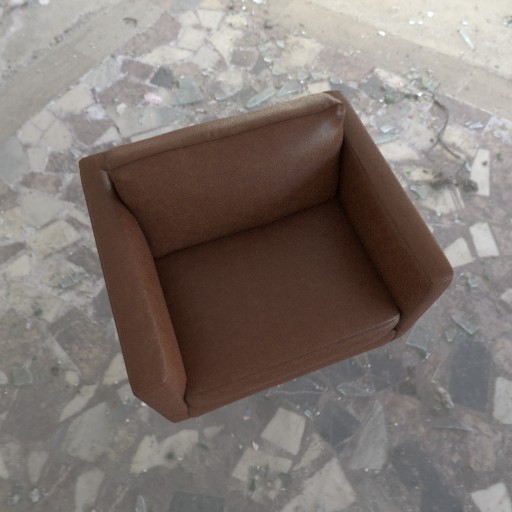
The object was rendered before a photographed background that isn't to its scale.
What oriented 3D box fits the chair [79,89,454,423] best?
[{"bbox_3d":[0.000,0.000,1.800,1.107,0.917,0.959,-18,65,-9],"label":"chair"}]
